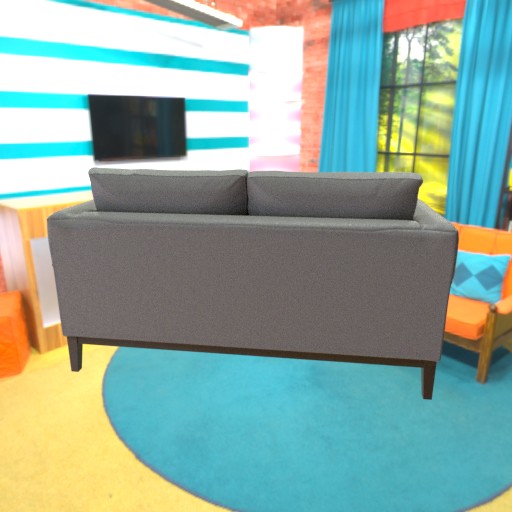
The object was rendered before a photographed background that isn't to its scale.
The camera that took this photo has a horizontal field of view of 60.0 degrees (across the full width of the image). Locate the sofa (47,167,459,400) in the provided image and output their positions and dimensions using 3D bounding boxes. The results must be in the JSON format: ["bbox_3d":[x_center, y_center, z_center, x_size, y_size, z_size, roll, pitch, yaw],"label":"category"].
[{"bbox_3d":[0.000,0.000,2.143,1.598,0.873,0.899,2,17,8],"label":"sofa"}]
